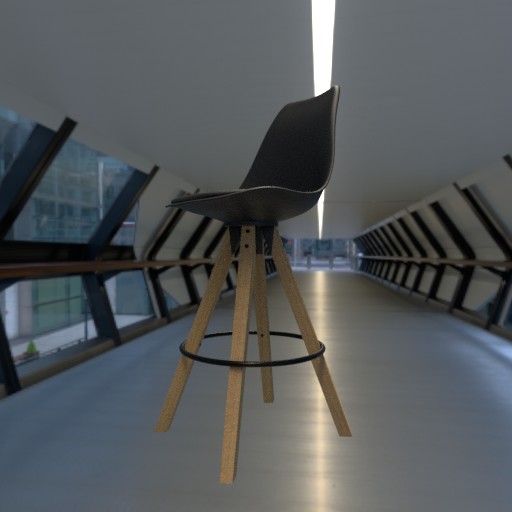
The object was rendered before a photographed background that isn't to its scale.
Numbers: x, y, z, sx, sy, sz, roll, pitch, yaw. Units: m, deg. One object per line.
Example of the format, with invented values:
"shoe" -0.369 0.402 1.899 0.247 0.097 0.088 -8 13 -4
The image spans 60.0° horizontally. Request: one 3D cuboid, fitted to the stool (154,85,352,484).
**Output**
"stool" 0.000 0.000 1.396 0.550 1.115 0.485 -1 1 -37
